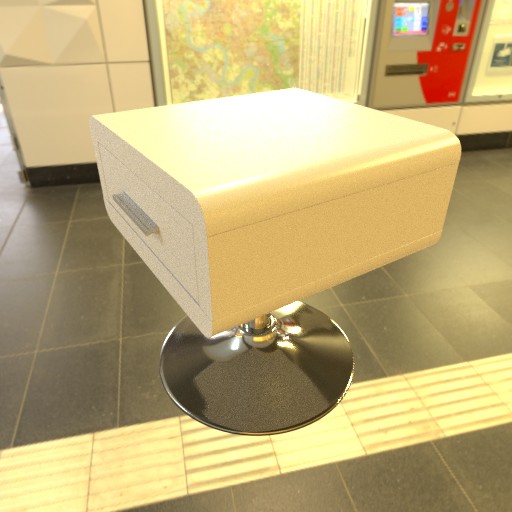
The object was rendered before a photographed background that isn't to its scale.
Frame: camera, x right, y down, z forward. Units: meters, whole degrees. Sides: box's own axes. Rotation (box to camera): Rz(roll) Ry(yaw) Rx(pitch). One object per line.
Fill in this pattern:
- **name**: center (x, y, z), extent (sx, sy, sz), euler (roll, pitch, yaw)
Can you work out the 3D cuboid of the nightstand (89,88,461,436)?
- **nightstand**: center (0.000, 0.000, 0.751), extent (0.404, 0.447, 0.399), euler (-19, 36, -28)
